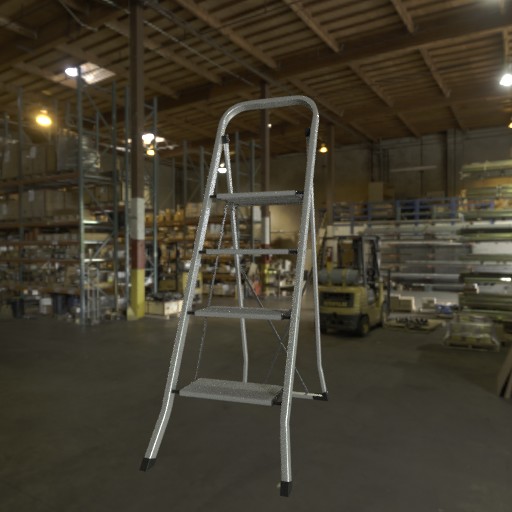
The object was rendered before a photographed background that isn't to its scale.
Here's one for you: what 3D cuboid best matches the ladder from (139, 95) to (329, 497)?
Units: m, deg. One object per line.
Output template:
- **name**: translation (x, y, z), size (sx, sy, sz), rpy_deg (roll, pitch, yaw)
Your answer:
- **ladder**: translation (0.000, 0.000, 1.651), size (0.465, 1.290, 0.830), rpy_deg (0, 0, 19)
